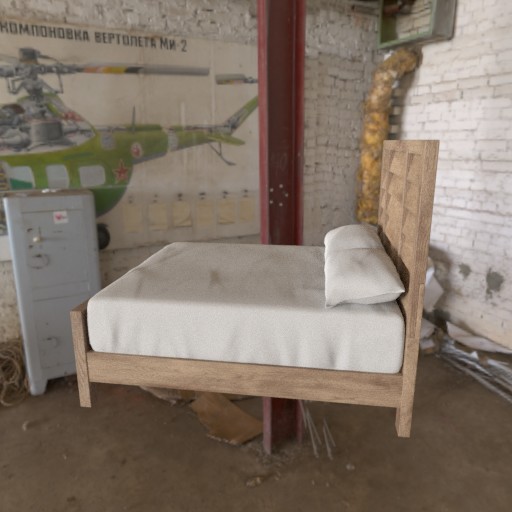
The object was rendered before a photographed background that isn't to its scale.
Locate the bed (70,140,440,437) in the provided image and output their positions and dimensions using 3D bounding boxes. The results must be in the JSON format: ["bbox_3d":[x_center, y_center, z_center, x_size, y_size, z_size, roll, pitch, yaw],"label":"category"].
[{"bbox_3d":[0.000,0.000,3.224,2.017,1.631,1.615,2,15,8],"label":"bed"}]
